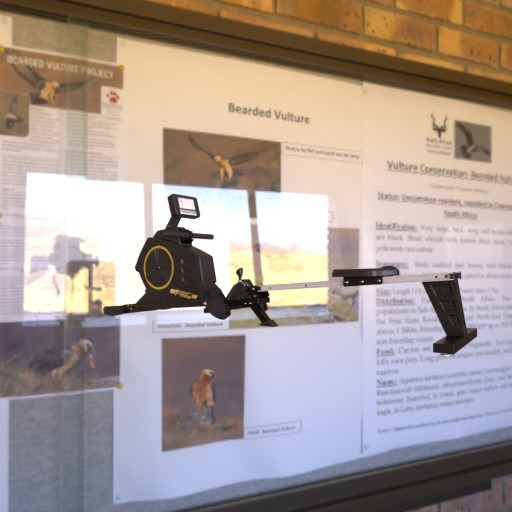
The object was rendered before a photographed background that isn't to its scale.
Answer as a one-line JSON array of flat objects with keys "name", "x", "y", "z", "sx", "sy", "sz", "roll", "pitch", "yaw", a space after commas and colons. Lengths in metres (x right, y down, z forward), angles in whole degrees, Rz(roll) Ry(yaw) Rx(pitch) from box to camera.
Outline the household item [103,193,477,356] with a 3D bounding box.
[{"name": "household item", "x": 0.000, "y": 0.000, "z": 2.586, "sx": 2.251, "sy": 0.810, "sz": 0.521, "roll": -1, "pitch": -1, "yaw": 36}]
